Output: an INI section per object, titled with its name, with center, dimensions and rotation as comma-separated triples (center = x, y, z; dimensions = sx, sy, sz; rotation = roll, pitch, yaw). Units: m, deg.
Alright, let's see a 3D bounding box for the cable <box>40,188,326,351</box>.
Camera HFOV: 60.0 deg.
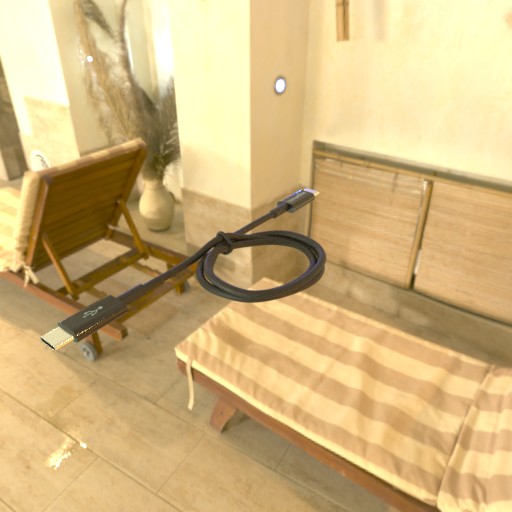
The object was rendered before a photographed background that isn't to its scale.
[cable]
center = 0.000, 0.000, 0.231
dimensions = 0.070, 0.014, 0.203
rotation = 21, 36, 31
